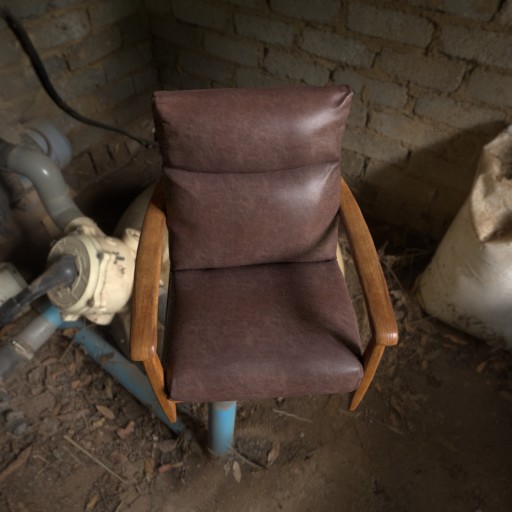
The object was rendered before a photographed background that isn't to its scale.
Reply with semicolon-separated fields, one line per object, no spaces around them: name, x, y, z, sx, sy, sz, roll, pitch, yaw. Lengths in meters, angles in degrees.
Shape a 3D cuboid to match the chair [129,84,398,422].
chair;0.000;0.000;1.501;0.782;0.897;0.830;-3;48;-3
